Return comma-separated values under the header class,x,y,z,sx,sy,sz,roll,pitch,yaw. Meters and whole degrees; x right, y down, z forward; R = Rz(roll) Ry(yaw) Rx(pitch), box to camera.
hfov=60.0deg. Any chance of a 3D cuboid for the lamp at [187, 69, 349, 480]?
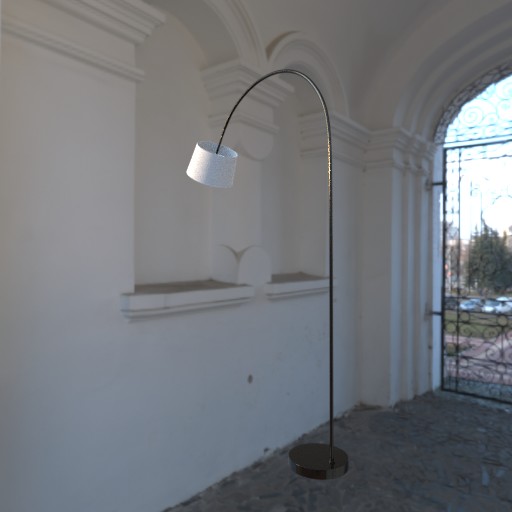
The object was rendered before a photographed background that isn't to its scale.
class,x,y,z,sx,sy,sz,roll,pitch,yaw
lamp,0.000,0.000,2.662,0.331,2.104,1.363,0,0,-36
